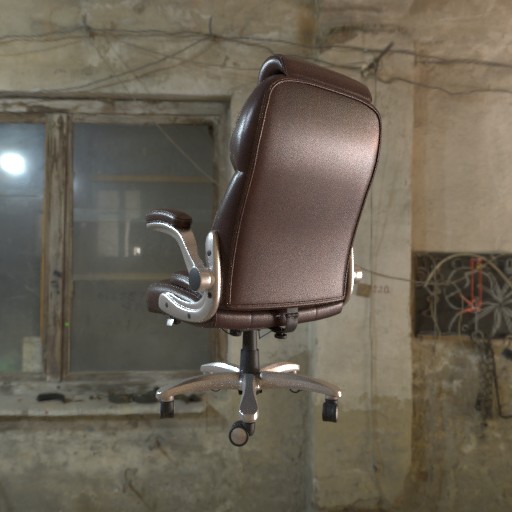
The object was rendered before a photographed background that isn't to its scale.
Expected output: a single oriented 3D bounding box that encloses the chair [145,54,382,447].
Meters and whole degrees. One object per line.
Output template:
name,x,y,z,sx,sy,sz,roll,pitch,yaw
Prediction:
chair,0.000,0.000,1.625,0.733,1.160,0.774,0,0,-37
